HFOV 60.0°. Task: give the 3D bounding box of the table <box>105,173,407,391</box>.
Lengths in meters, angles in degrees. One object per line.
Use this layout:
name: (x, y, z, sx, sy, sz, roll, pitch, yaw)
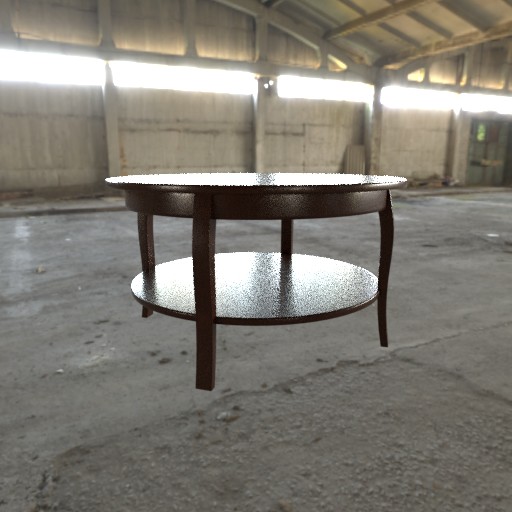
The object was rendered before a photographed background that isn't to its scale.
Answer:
table: (0.000, 0.000, 1.465, 0.911, 0.512, 0.911, 0, 12, 0)
